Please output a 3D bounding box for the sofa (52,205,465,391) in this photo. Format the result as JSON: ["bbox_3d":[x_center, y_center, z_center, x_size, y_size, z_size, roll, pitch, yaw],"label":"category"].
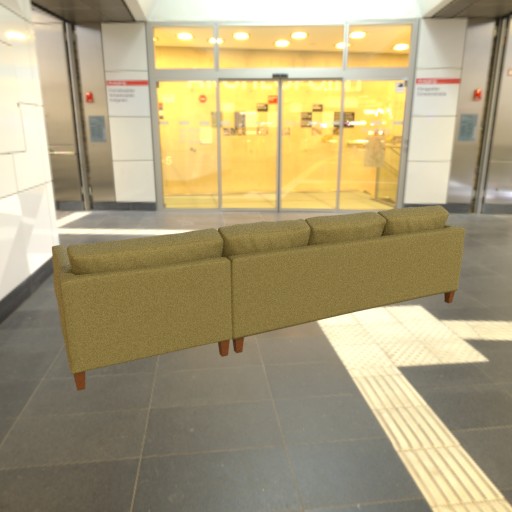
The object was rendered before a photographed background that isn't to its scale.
[{"bbox_3d":[0.000,0.000,3.829,3.186,0.861,1.625,-8,17,-25],"label":"sofa"}]
